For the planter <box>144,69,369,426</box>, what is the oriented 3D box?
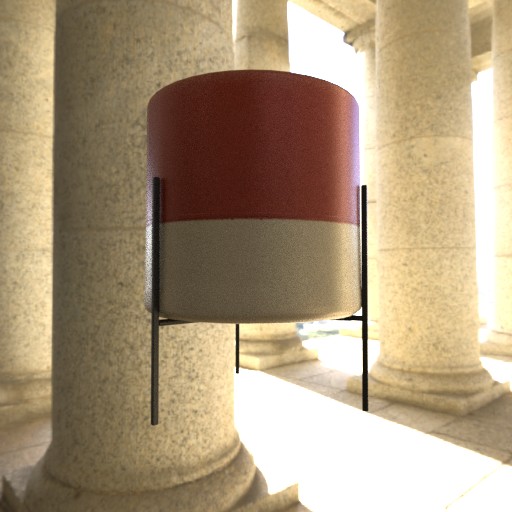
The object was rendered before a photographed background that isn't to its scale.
[{"bbox_3d":[0.000,0.000,0.723,0.354,0.465,0.345,-1,-2,19],"label":"planter"}]
